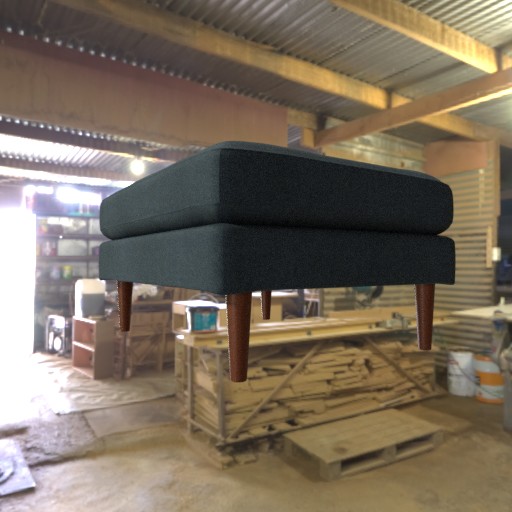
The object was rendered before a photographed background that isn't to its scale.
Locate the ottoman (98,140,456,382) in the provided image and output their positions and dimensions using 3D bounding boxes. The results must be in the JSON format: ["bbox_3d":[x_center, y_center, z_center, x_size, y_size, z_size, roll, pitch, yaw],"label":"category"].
[{"bbox_3d":[0.000,0.000,1.270,0.693,0.474,0.821,1,-1,-33],"label":"ottoman"}]
